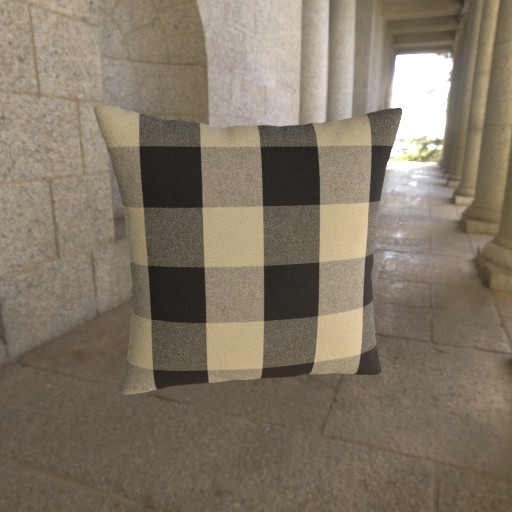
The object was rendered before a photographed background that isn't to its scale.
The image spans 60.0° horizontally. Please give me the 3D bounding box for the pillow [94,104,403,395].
[{"bbox_3d":[0.000,0.000,0.791,0.511,0.509,0.161,-2,15,-8],"label":"pillow"}]
